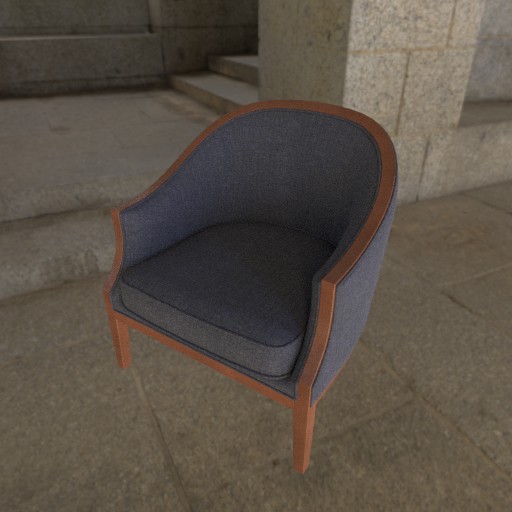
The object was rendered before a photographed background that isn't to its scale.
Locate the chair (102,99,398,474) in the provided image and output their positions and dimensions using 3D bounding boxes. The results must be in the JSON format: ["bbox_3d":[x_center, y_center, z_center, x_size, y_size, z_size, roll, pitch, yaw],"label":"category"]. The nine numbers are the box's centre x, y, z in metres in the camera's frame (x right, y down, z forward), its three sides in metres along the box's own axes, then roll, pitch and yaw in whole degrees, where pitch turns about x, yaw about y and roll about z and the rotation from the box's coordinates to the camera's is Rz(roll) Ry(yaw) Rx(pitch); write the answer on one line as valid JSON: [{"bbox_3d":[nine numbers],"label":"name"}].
[{"bbox_3d":[0.000,0.000,1.471,0.803,0.876,0.735,18,35,29],"label":"chair"}]
